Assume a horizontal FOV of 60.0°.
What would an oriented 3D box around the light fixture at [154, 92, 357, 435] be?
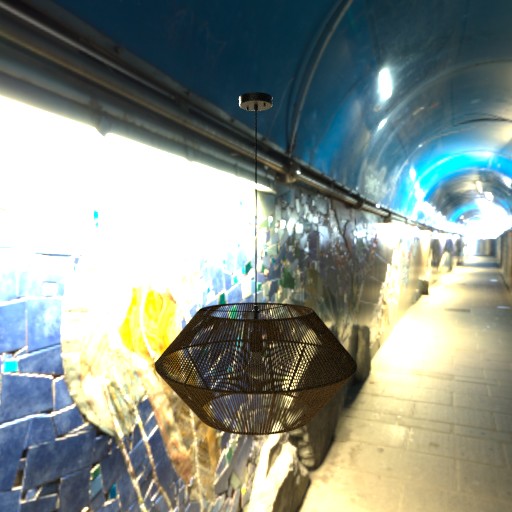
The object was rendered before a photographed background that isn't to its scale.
[{"bbox_3d":[0.000,0.000,1.427,0.643,1.009,0.643,0,1,0],"label":"light fixture"}]
